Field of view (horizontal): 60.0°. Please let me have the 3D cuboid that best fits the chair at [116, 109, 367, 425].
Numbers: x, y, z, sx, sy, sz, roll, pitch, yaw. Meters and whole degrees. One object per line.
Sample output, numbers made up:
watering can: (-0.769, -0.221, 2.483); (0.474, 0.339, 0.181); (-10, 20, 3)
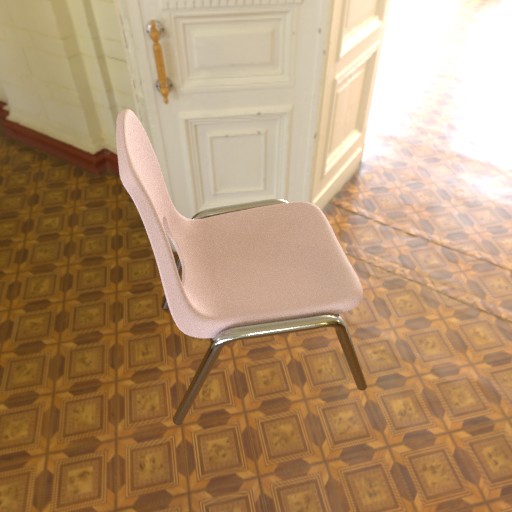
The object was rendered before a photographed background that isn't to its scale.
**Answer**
chair: (0.000, 0.000, 0.854); (0.423, 0.586, 0.354); (-9, 46, -9)
